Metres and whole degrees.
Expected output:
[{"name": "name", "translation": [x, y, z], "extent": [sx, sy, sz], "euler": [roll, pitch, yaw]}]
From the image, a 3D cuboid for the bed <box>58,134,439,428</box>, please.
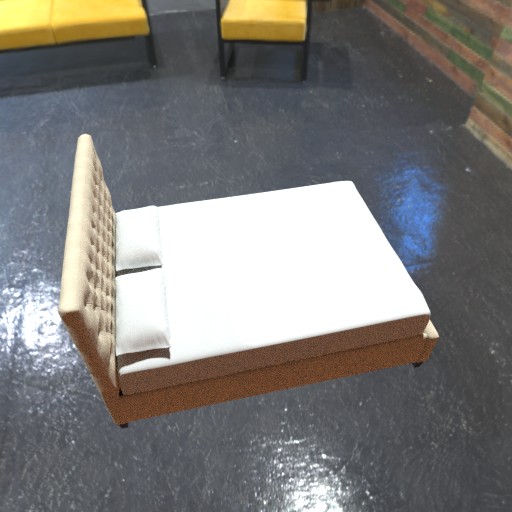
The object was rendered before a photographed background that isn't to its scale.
[{"name": "bed", "translation": [0.000, 0.000, 3.410], "extent": [2.387, 1.427, 1.698], "euler": [-9, 47, -8]}]
